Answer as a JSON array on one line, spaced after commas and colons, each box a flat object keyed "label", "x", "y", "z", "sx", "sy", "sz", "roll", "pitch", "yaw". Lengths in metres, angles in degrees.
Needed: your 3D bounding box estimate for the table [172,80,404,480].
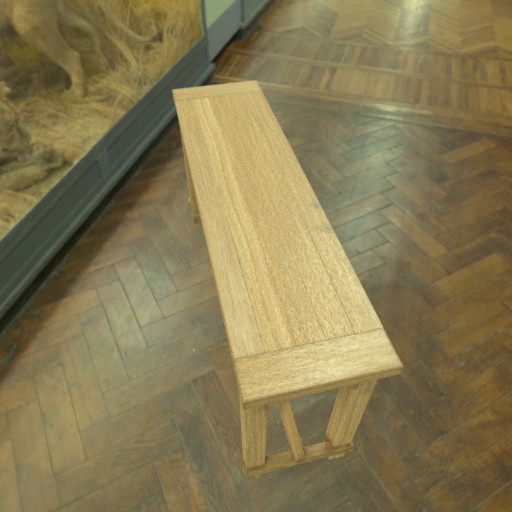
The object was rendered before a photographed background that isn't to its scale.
[{"label": "table", "x": 0.000, "y": 0.000, "z": 1.883, "sx": 0.442, "sy": 0.762, "sz": 1.599, "roll": -10, "pitch": 48, "yaw": -9}]
